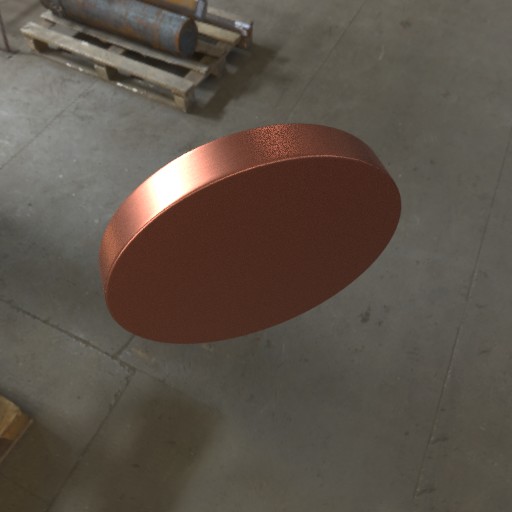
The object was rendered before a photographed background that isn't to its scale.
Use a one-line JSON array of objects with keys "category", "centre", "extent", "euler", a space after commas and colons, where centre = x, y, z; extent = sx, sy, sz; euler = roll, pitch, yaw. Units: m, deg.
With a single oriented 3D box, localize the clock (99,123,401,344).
[{"category": "clock", "centre": [0.000, 0.000, 0.471], "extent": [0.313, 0.313, 0.040], "euler": [-16, 59, -10]}]
